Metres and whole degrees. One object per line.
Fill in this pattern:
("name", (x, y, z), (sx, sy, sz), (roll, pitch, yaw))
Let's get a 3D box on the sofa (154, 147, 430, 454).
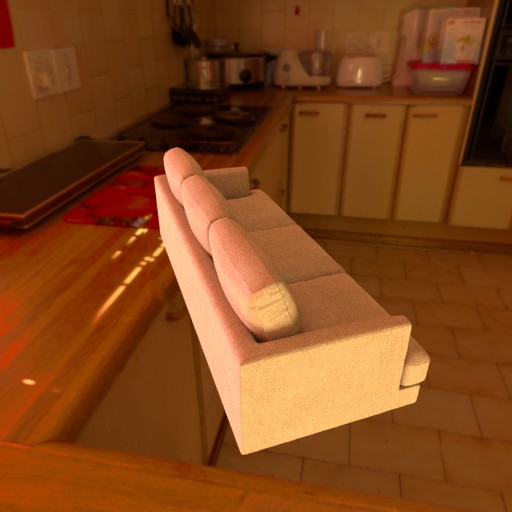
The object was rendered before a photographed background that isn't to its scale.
("sofa", (0.000, 0.000, 2.748), (0.903, 0.930, 2.246), (-10, 30, -17))
